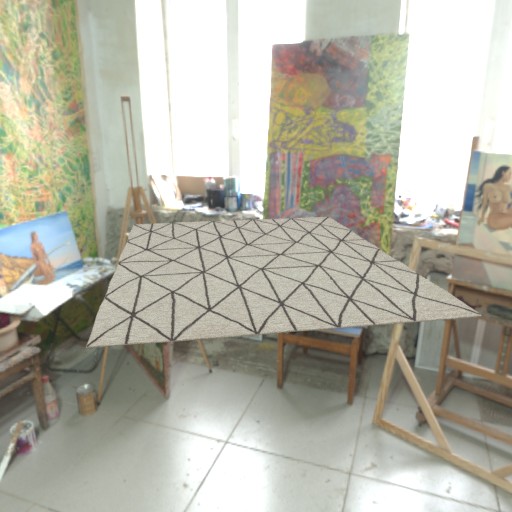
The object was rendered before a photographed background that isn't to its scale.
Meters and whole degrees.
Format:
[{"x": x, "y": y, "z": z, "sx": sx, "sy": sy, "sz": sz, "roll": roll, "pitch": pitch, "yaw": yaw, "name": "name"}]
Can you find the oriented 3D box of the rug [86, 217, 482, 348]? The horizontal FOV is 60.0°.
[{"x": 0.000, "y": 0.000, "z": 4.089, "sx": 2.468, "sy": 0.022, "sz": 3.061, "roll": -3, "pitch": 17, "yaw": -9, "name": "rug"}]
